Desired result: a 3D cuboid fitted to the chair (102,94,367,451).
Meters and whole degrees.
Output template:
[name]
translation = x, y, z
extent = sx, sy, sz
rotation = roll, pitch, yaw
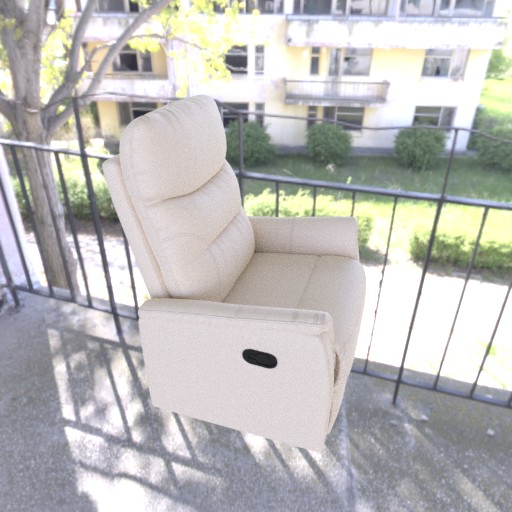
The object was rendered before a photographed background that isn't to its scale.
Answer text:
[chair]
translation = 0.000, 0.000, 1.667
extent = 0.831, 1.082, 0.775
rotation = 9, 31, 16
